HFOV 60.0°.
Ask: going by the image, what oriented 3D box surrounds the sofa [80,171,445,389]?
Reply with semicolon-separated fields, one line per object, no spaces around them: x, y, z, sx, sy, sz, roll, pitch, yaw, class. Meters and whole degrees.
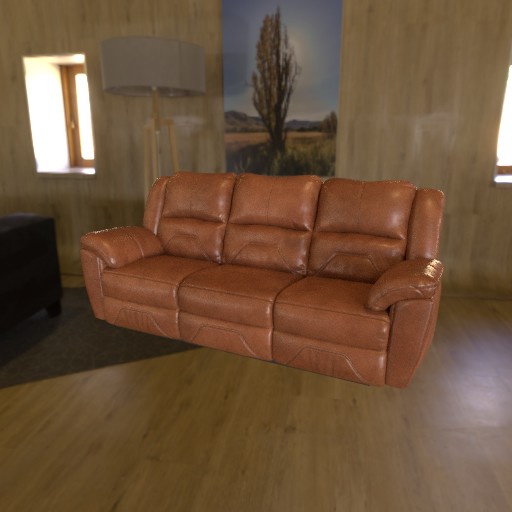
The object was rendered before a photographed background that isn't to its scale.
0.000;0.000;2.994;2.337;1.043;0.991;7;17;25;sofa
